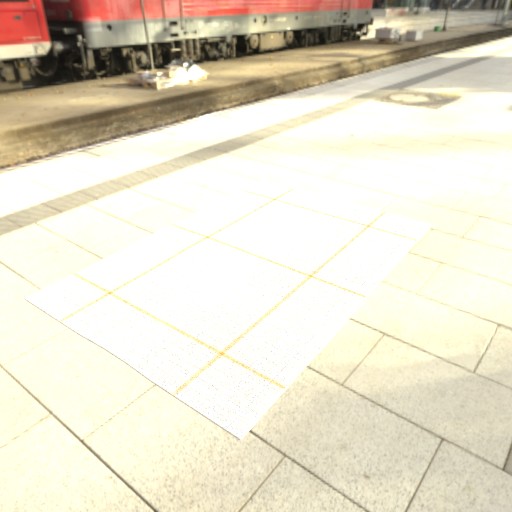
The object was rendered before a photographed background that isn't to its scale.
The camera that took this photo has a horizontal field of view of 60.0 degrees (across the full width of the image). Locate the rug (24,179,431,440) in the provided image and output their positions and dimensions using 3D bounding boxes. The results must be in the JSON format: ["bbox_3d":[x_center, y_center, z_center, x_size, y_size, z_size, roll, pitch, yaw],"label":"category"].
[{"bbox_3d":[0.000,0.000,2.292,1.232,0.015,1.825,21,36,31],"label":"rug"}]
